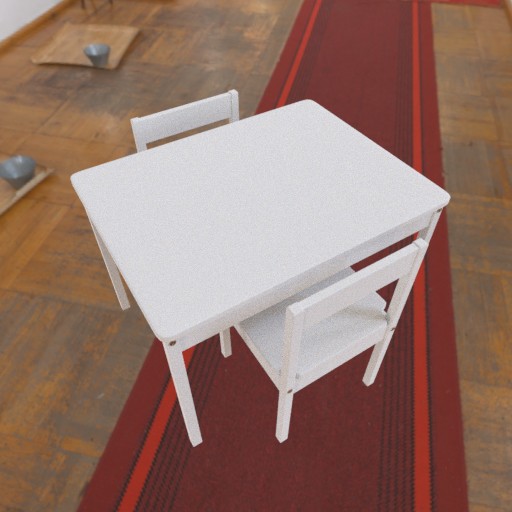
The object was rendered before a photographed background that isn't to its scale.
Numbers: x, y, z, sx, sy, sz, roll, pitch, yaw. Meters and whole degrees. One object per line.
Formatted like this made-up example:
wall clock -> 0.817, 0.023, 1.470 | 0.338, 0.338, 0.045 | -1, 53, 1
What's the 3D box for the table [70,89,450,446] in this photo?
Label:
table -> 0.000, 0.000, 1.088 | 0.650, 0.503, 0.672 | -24, 51, -21
